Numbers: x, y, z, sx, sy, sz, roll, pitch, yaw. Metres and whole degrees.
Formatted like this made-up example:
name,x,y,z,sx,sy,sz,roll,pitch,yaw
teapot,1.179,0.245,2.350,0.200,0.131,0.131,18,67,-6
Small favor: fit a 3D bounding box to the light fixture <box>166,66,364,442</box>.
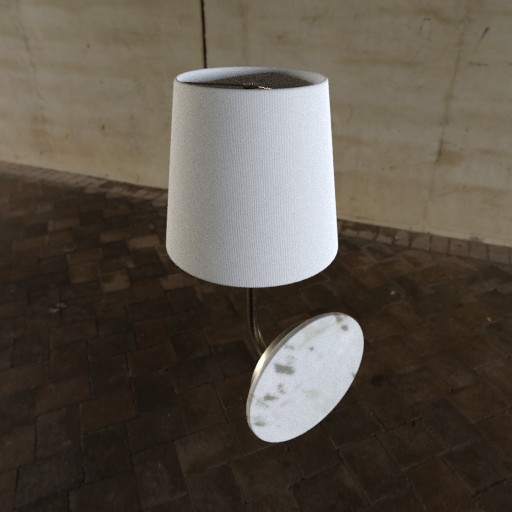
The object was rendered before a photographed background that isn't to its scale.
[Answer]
name,x,y,z,sx,sy,sz,roll,pitch,yaw
light fixture,0.000,0.000,0.447,0.168,0.337,0.188,-19,35,-30
